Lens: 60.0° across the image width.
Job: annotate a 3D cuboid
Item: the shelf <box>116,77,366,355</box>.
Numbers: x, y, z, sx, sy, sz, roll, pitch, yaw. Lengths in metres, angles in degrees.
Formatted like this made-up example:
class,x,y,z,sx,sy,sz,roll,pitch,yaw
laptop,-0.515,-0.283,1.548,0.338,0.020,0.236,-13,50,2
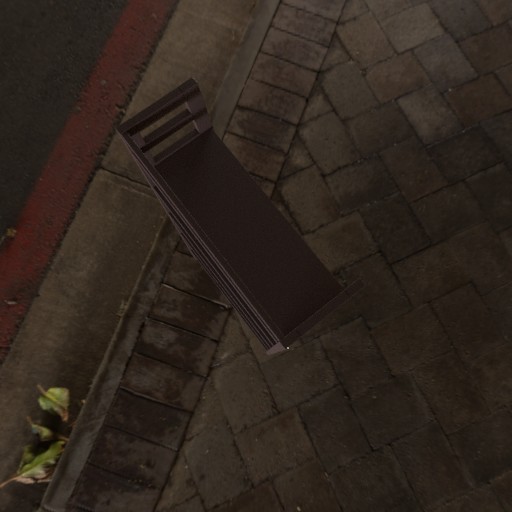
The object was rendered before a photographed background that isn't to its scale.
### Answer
class,x,y,z,sx,sy,sz,roll,pitch,yaw
shelf,0.000,0.000,1.968,0.403,1.600,0.763,-37,80,-8
